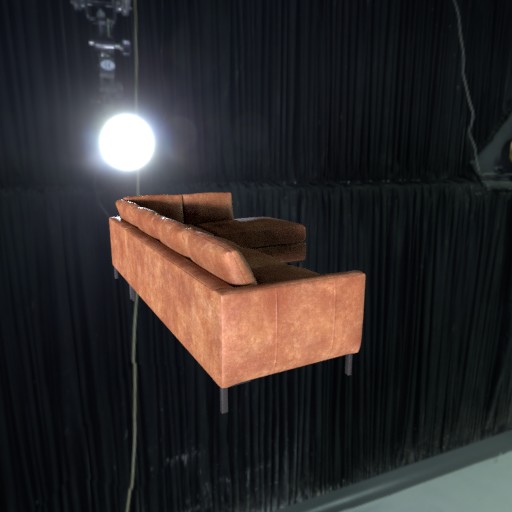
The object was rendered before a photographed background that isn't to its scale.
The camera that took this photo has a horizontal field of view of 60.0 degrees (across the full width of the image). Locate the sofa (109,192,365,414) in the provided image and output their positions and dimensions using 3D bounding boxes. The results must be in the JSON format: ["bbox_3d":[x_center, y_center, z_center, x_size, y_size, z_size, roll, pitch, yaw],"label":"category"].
[{"bbox_3d":[0.000,0.000,3.837,1.938,0.877,2.984,-7,15,-27],"label":"sofa"}]
